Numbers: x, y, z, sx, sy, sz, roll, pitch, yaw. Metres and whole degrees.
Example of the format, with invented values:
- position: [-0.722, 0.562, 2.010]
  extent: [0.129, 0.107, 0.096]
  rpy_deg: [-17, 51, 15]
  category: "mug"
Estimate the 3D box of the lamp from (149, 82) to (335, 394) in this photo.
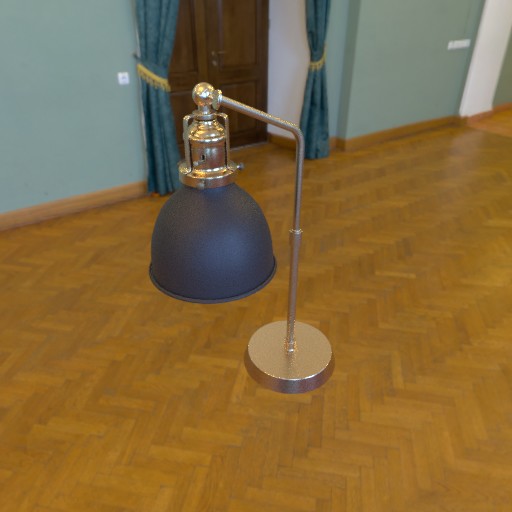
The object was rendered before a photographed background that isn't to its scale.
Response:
- position: [0.000, 0.000, 0.595]
  extent: [0.291, 0.456, 0.160]
  rpy_deg: [-21, 38, -30]
  category: "lamp"
